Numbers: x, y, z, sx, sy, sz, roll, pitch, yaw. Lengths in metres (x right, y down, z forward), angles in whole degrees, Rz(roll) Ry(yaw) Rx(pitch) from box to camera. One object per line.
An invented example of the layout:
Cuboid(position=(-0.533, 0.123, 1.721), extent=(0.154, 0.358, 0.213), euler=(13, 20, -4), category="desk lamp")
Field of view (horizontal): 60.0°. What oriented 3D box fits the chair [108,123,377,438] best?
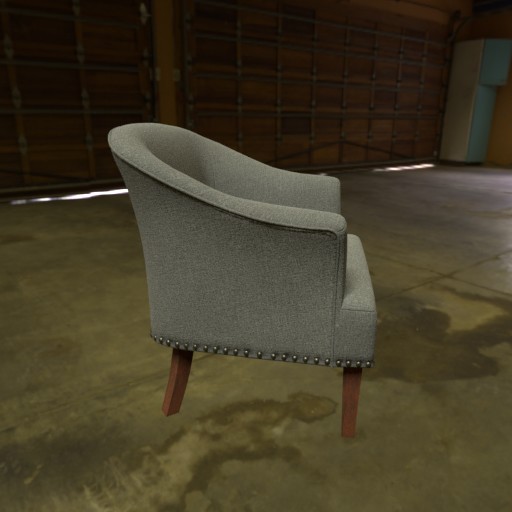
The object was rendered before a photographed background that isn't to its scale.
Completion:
Cuboid(position=(0.000, 0.000, 1.419), extent=(0.704, 0.815, 0.798), euler=(3, 17, 9), category="chair")
